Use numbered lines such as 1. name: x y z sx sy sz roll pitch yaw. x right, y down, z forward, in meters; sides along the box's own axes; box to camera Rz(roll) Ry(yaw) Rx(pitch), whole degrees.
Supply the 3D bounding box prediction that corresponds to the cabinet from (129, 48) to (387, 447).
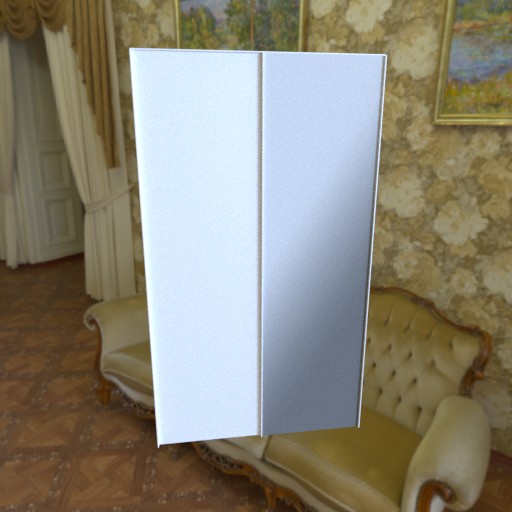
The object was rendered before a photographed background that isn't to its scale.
1. cabinet: 0.000 0.000 2.627 1.250 2.160 0.480 -2 16 -8
